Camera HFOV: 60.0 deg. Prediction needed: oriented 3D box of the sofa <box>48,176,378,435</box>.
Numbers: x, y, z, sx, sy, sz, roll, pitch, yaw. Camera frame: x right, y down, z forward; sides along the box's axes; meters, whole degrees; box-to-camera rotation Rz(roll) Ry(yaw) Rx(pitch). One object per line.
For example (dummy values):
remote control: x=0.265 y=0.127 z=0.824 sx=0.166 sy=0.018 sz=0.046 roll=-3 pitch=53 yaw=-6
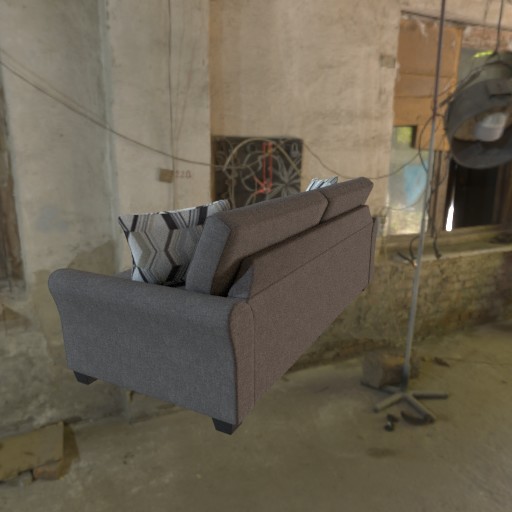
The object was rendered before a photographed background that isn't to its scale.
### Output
sofa: x=0.000 y=0.000 z=2.493 sx=0.889 sy=0.813 sz=2.032 roll=8 pitch=16 yaw=27
